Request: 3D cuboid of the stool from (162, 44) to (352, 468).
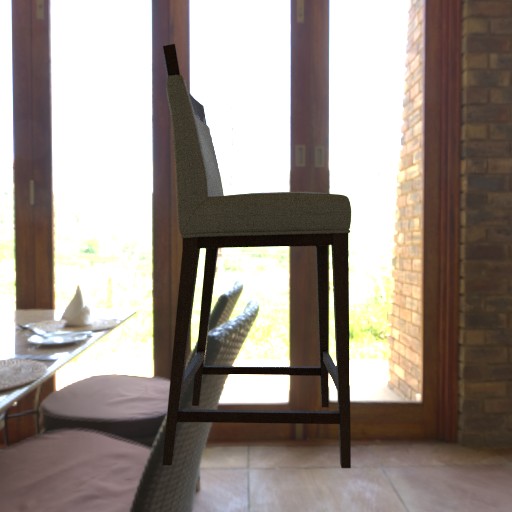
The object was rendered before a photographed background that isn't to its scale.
[{"bbox_3d":[0.000,0.000,1.412,0.531,1.117,0.511,0,1,2],"label":"stool"}]
